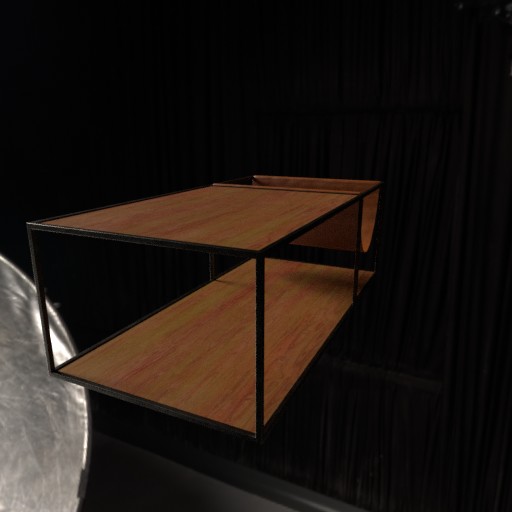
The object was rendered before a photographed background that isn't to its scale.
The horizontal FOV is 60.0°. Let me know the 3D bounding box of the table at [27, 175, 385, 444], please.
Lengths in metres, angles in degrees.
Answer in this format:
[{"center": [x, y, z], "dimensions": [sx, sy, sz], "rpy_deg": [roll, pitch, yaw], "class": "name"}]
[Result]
[{"center": [0.000, 0.000, 1.470], "dimensions": [0.597, 0.403, 1.199], "rpy_deg": [8, 18, 25], "class": "table"}]
